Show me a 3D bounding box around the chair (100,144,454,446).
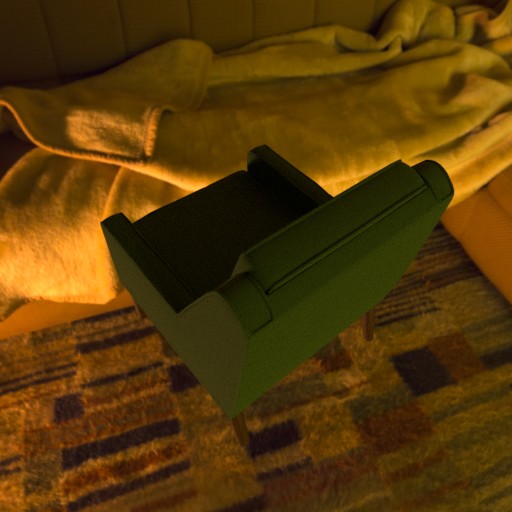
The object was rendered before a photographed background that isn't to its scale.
[{"bbox_3d":[0.000,0.000,1.353,0.663,0.792,0.743,-31,55,-26],"label":"chair"}]
